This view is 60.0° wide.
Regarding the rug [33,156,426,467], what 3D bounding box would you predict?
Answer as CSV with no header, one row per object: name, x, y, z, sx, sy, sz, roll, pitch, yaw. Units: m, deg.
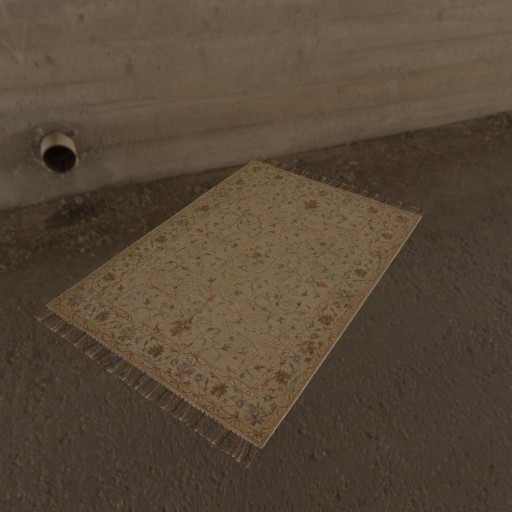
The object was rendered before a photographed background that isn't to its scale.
rug,0.000,0.000,2.340,1.218,0.017,1.861,24,46,26
